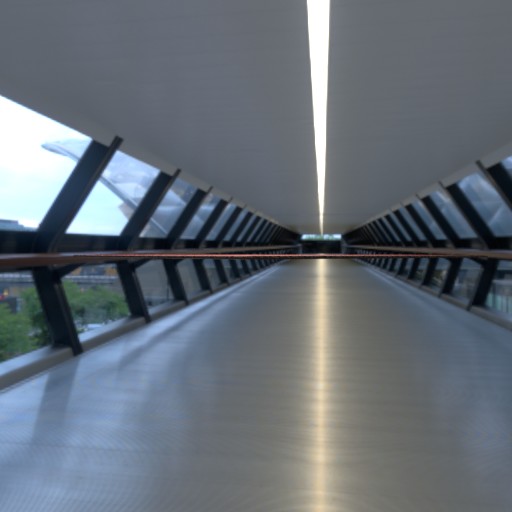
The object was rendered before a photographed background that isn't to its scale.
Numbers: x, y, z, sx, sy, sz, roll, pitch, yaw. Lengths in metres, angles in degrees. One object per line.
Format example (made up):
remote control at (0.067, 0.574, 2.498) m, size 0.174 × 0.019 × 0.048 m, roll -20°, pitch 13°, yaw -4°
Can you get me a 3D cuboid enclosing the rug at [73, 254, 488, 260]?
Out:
rug at (0.000, 0.000, 4.058) m, size 2.411 × 0.020 × 3.032 m, roll 0°, pitch 0°, yaw -37°
